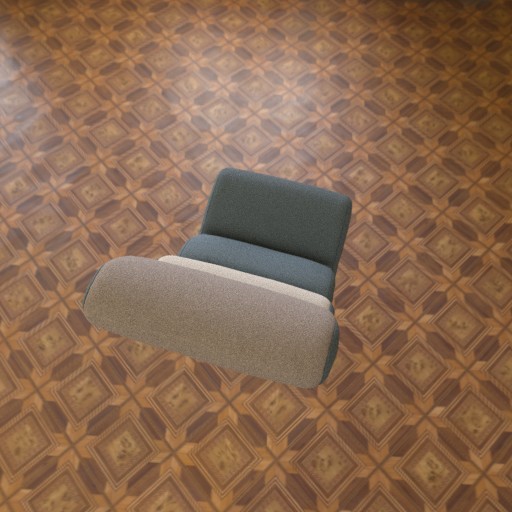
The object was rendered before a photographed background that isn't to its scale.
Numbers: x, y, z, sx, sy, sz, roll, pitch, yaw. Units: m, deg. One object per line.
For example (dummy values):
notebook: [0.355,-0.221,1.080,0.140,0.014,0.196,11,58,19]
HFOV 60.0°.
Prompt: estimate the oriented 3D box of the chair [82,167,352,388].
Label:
chair: [0.000,0.000,1.058,0.420,0.641,0.661,15,64,7]
